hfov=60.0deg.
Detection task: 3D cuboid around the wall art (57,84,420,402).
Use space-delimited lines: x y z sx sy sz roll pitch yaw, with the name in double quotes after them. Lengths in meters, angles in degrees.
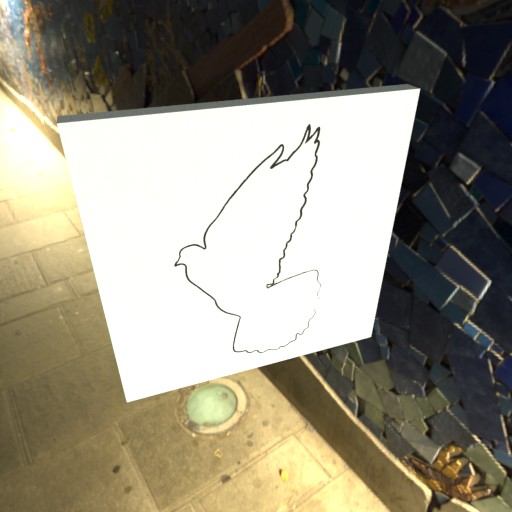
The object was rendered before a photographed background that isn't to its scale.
0.000 0.000 0.894 0.610 0.610 0.038 -11 35 -16 "wall art"
